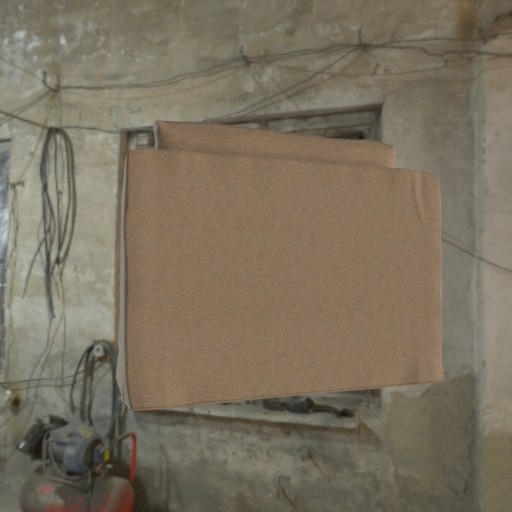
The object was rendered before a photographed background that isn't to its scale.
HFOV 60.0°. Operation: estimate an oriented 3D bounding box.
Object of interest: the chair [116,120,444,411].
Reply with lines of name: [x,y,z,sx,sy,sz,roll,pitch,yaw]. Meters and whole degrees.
chair: [0.000,0.000,1.766,1.057,0.863,0.949,1,-2,-18]
